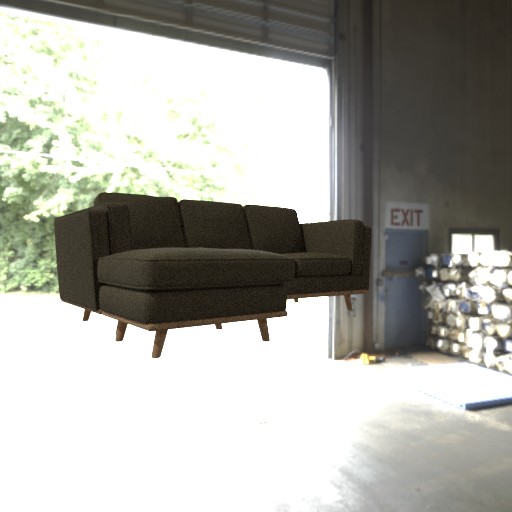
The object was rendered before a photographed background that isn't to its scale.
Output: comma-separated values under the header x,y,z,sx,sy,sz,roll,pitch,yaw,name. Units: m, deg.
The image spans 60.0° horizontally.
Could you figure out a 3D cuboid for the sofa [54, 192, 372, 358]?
x,y,z,sx,sy,sz,roll,pitch,yaw,name
0.000,0.000,3.204,2.411,0.929,1.604,0,0,-37,sofa
